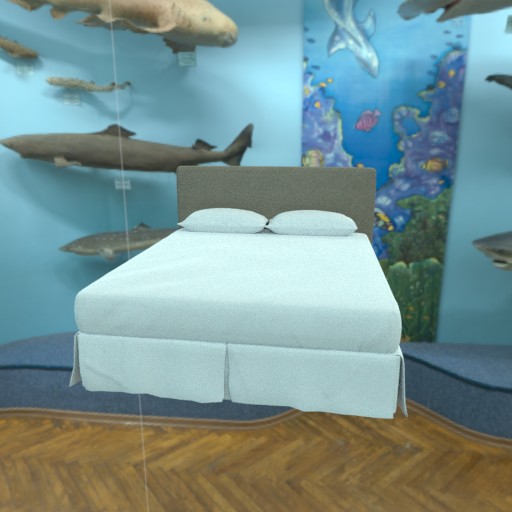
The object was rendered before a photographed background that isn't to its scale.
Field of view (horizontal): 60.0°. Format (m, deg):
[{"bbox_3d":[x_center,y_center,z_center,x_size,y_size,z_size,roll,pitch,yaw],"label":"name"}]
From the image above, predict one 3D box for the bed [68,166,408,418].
[{"bbox_3d":[0.000,0.000,3.628,2.119,1.317,2.341,2,15,8],"label":"bed"}]
